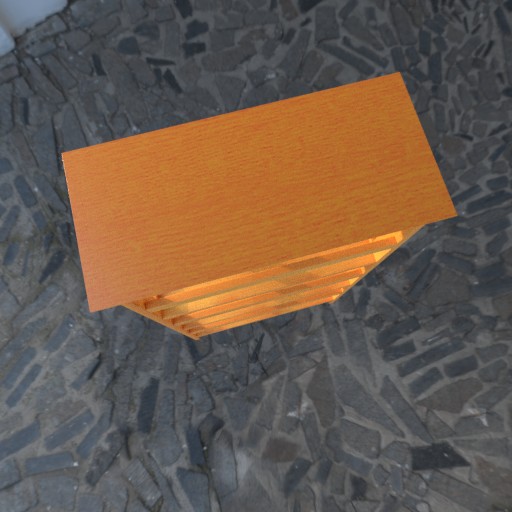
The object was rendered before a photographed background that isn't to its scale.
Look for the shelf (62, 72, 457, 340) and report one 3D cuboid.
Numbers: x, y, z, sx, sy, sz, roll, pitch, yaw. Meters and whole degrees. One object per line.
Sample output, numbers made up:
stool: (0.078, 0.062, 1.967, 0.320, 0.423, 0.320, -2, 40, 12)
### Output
shelf: (0.000, 0.000, 1.319, 0.660, 1.067, 0.305, -15, 76, -4)
